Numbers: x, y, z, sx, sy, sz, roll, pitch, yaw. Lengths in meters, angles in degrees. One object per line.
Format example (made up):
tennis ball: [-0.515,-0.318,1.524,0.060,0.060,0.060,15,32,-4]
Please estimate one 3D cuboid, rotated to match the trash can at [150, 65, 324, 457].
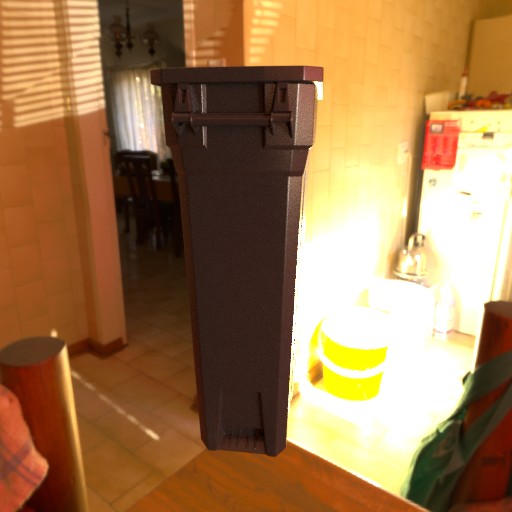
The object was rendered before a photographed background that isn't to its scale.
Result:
trash can: [0.000,0.000,1.041,0.281,0.762,0.559,2,17,8]
